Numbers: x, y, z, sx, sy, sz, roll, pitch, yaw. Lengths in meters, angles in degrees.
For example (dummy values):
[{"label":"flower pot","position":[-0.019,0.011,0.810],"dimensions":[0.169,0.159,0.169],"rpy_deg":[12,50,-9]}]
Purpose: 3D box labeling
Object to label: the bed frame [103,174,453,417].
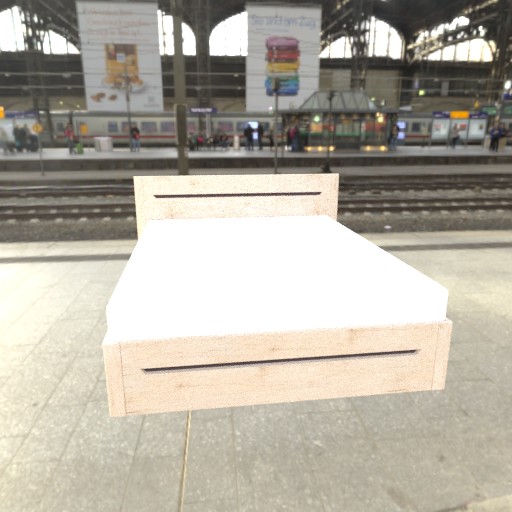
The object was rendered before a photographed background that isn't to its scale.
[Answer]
[{"label":"bed frame","position":[0.000,0.000,3.014],"dimensions":[1.800,0.900,2.080],"rpy_deg":[-2,16,-8]}]
